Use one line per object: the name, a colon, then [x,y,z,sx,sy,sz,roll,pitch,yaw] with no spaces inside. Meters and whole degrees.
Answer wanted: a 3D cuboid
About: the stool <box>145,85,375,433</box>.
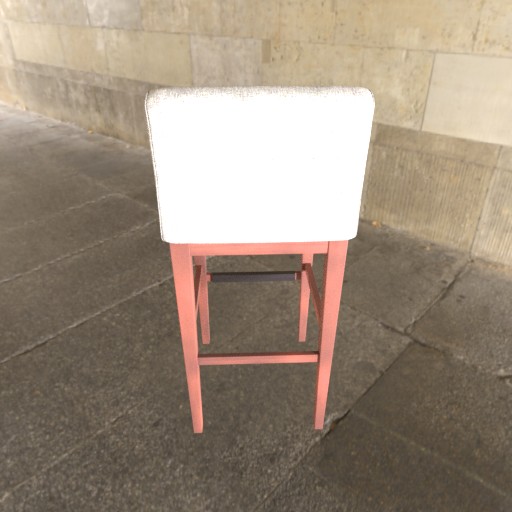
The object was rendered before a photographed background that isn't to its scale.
stool: [0.000,0.000,1.241,0.426,0.965,0.499,-1,30,-2]
